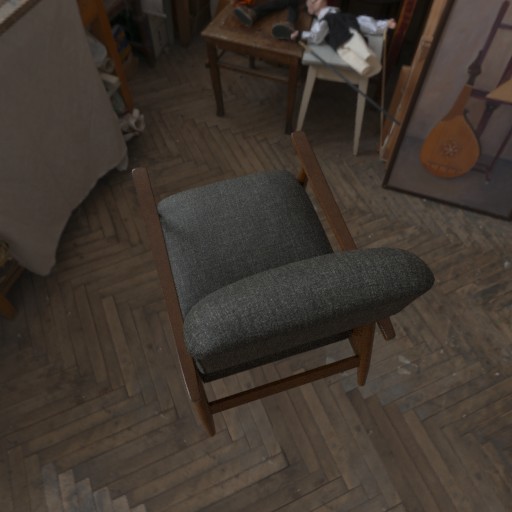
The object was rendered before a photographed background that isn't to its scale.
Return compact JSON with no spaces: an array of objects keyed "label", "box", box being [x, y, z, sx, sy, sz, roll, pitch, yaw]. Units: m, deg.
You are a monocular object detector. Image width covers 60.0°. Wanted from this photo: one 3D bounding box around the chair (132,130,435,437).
[{"label":"chair","box":[0.000,0.000,1.720,0.762,1.082,1.014,-15,60,-9]}]
